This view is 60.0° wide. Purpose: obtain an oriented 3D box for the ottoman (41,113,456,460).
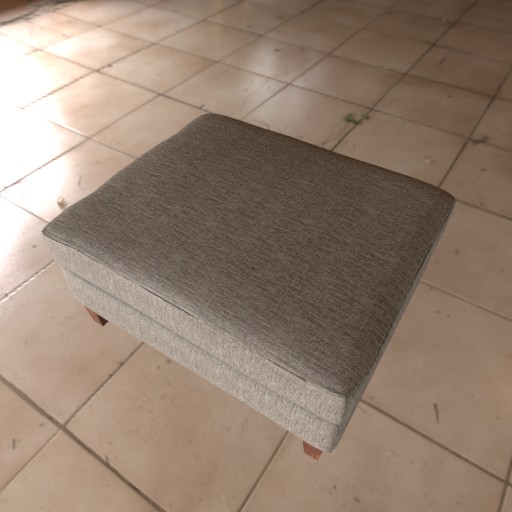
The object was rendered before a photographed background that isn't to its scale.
[{"bbox_3d":[0.000,0.000,1.469,0.994,0.492,0.839,25,51,22],"label":"ottoman"}]
